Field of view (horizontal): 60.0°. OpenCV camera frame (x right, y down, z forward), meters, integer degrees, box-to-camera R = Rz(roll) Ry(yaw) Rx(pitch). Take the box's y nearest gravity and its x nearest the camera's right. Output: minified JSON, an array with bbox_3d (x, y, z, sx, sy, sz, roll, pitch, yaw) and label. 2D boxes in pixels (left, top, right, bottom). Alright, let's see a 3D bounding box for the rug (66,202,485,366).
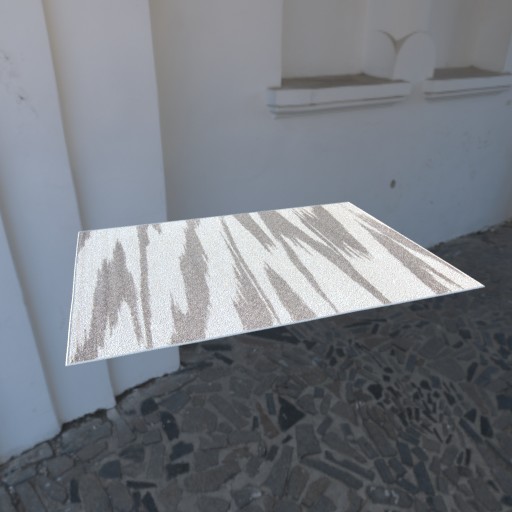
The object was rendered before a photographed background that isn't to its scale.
[{"bbox_3d":[0.000,0.000,2.773,2.142,0.010,1.533,-8,27,-16],"label":"rug"}]
